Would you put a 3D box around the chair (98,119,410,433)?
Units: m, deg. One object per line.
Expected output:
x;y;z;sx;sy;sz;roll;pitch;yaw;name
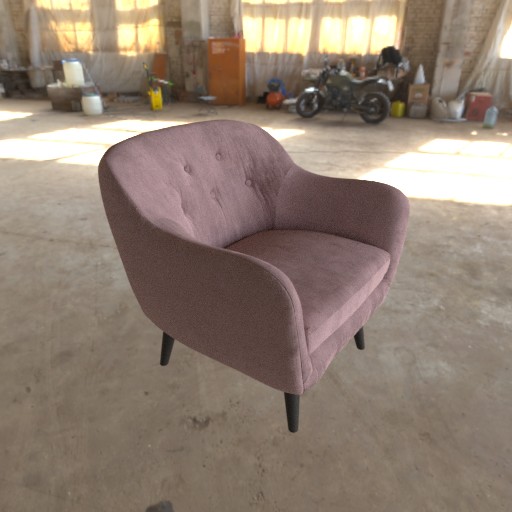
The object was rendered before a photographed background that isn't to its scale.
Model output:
0.000;0.000;1.568;0.820;0.820;0.840;18;32;32;chair
